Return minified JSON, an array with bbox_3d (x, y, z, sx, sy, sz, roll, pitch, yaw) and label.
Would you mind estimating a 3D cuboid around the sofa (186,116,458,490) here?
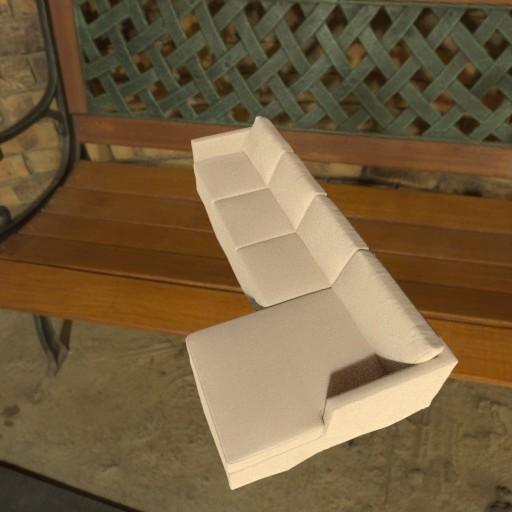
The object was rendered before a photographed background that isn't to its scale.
[{"bbox_3d":[0.000,0.000,3.859,1.622,0.871,3.206,-16,49,-14],"label":"sofa"}]
